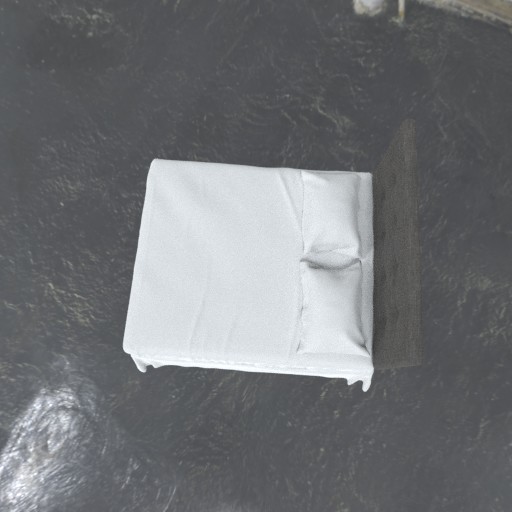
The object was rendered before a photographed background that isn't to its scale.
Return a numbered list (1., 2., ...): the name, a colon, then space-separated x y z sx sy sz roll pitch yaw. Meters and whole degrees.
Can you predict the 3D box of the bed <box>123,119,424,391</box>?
1. bed: 0.000 0.000 3.527 2.222 1.577 1.936 4 74 1
